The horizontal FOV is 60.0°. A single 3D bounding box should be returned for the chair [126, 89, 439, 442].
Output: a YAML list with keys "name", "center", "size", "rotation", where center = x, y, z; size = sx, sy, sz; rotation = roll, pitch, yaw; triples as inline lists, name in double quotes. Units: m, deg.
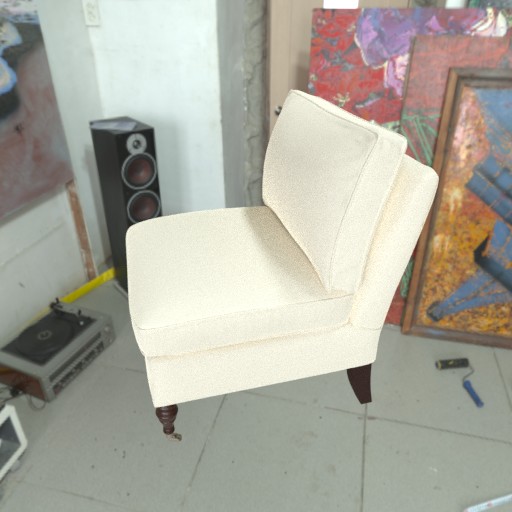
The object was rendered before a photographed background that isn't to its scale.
- name: "chair"
  center: [0.000, 0.000, 1.394]
  size: [0.781, 0.887, 0.630]
  rotation: [-8, 31, -13]
